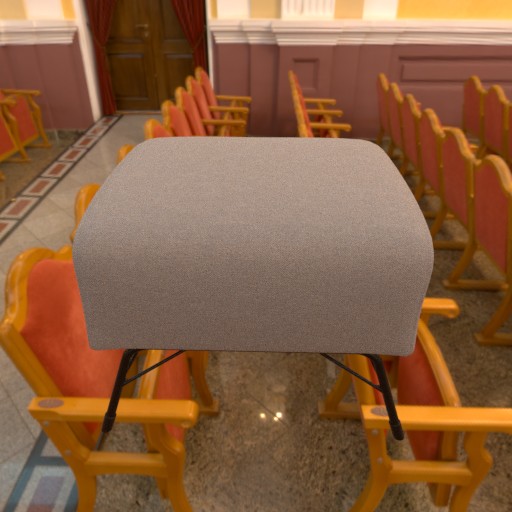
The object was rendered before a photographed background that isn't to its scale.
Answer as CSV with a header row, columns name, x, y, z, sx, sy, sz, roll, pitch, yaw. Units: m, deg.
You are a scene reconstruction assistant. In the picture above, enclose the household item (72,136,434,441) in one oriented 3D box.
name,x,y,z,sx,sy,sz,roll,pitch,yaw
household item,0.000,0.000,0.887,0.530,0.410,0.530,1,32,2
